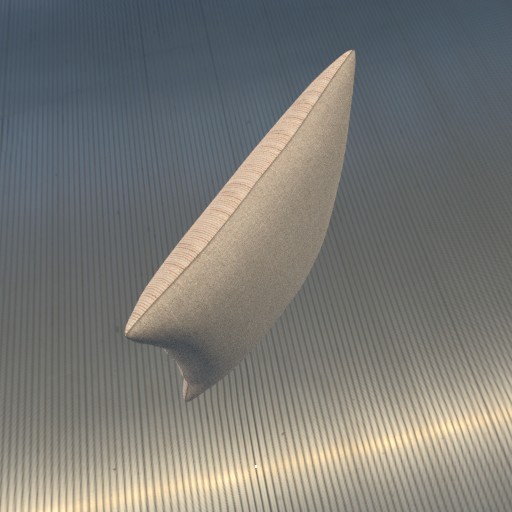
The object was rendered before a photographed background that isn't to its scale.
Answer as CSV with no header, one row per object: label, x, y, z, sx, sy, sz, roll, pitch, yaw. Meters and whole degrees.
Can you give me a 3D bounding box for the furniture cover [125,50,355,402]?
furniture cover,0.000,0.000,0.773,0.178,0.506,0.512,31,68,14
